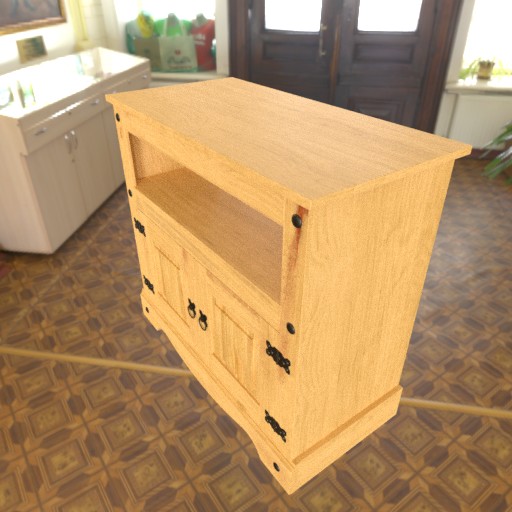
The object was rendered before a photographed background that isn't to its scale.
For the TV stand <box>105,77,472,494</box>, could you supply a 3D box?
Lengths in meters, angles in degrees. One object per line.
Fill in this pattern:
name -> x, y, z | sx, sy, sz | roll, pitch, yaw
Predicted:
TV stand -> 0.000, 0.000, 1.262 | 0.430, 0.787, 0.851 | -21, 38, -30
